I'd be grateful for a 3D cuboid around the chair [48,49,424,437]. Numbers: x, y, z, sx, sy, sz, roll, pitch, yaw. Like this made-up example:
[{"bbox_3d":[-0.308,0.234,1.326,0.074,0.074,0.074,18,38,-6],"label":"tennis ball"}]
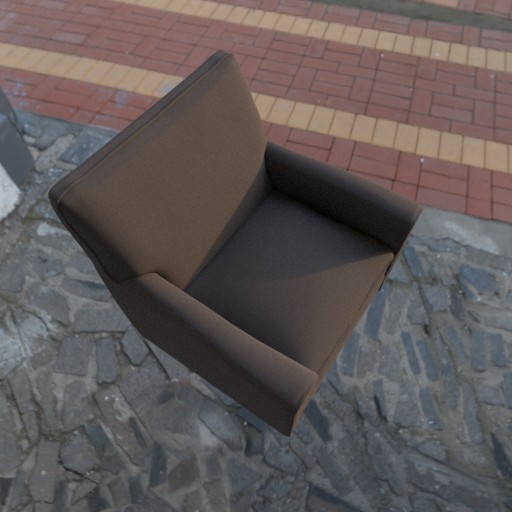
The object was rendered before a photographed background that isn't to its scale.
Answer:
[{"bbox_3d":[0.000,0.000,1.583,0.831,0.911,0.836,31,63,17],"label":"chair"}]
